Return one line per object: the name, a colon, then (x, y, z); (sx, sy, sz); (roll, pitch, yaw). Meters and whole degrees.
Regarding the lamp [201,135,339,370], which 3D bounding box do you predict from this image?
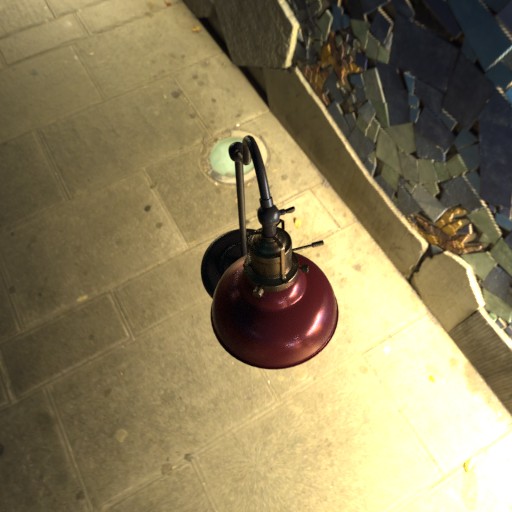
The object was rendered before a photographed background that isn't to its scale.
lamp: (0.000, 0.000, 0.693); (0.192, 0.508, 0.374); (-14, 65, -6)
